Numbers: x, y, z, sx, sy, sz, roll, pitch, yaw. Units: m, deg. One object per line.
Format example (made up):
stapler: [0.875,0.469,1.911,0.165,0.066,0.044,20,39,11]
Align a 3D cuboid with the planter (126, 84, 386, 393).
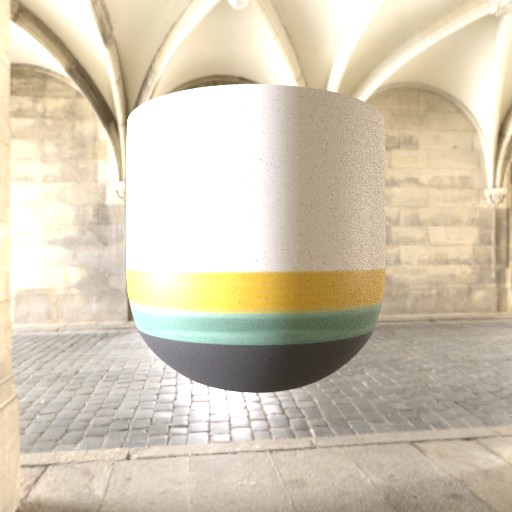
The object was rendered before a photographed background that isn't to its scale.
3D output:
planter: [0.000,0.000,0.478,0.268,0.270,0.268,0,0,0]
